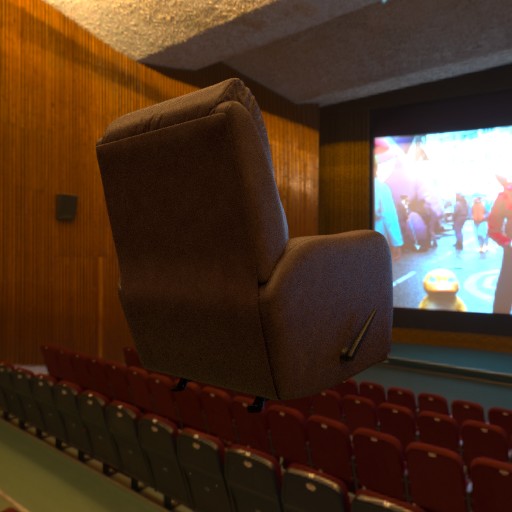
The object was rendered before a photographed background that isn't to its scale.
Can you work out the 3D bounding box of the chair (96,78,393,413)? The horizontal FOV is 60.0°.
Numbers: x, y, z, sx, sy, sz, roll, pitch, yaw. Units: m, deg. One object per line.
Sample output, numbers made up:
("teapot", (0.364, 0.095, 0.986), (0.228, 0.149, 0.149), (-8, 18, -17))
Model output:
("chair", (0.000, 0.000, 1.834), (0.865, 1.067, 1.067), (0, 0, 38))
